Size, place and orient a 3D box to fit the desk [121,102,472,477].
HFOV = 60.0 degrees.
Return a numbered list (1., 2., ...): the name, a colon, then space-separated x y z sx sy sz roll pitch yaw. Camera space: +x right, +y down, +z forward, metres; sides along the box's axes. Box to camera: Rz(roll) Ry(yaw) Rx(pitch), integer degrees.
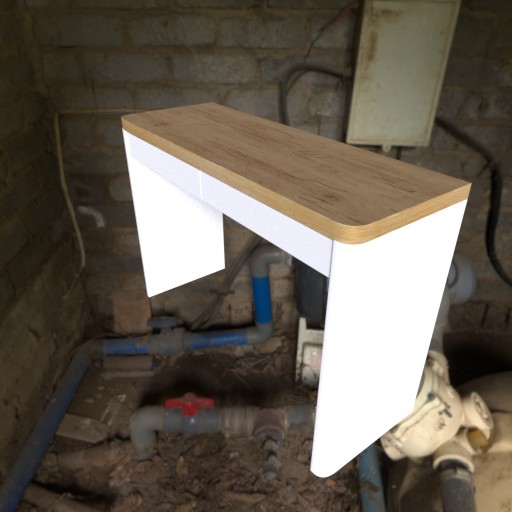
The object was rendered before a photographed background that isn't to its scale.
1. desk: 0.000 0.000 1.470 0.390 0.760 1.100 -21 36 -31
